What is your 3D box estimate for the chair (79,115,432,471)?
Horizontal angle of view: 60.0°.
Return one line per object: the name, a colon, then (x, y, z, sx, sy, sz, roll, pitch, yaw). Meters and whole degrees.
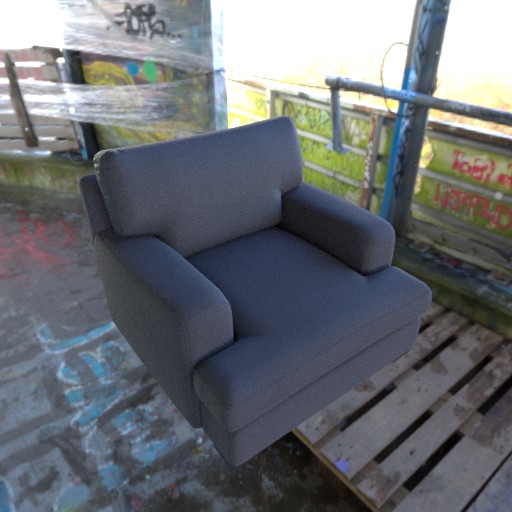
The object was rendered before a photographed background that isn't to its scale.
chair: (0.000, 0.000, 1.972, 1.168, 0.940, 1.143, -21, 37, -31)
